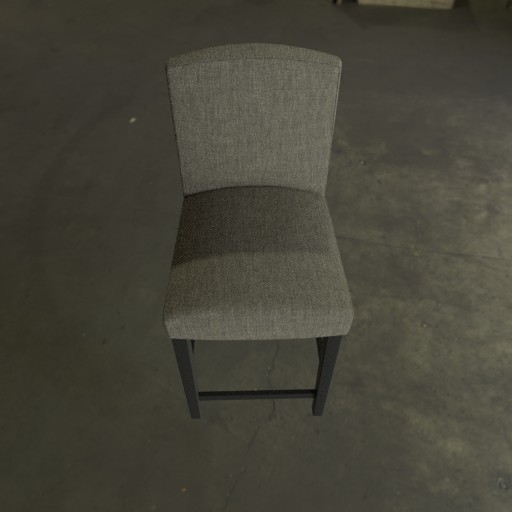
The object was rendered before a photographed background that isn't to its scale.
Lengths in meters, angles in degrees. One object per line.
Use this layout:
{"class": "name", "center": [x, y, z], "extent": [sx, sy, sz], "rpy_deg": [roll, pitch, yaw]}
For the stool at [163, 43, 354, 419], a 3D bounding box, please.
{"class": "stool", "center": [0.000, 0.000, 1.253], "extent": [0.451, 0.966, 0.552], "rpy_deg": [-1, 46, -1]}
